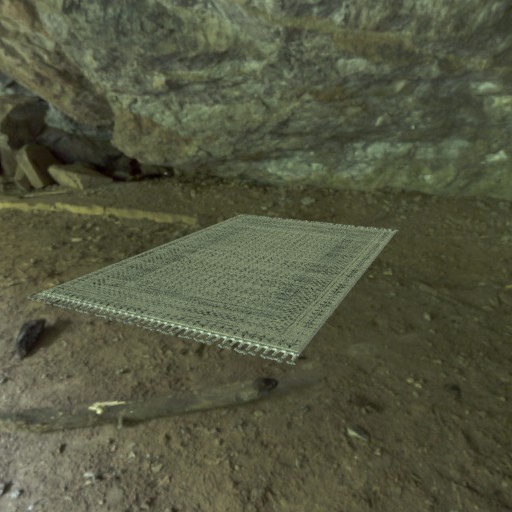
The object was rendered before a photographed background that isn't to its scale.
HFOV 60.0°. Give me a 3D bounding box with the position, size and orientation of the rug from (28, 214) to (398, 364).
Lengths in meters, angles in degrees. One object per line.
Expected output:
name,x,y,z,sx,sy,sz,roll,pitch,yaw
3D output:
rug,0.000,0.000,3.112,1.548,0.013,2.486,8,19,25
